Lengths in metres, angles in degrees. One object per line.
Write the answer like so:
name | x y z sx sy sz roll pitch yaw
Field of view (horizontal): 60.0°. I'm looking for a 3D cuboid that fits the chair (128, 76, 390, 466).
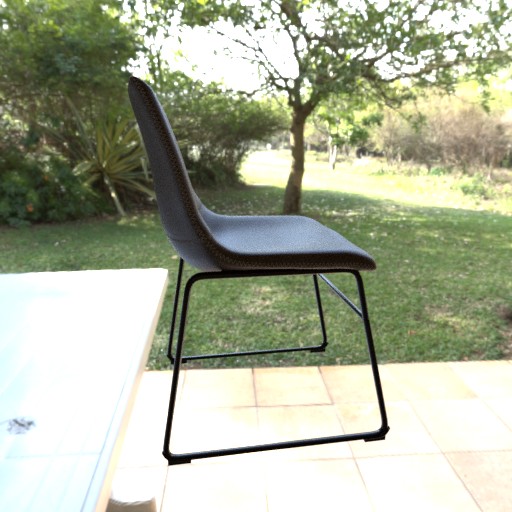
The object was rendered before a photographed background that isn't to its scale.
chair | 0.000 0.000 1.087 0.550 0.780 0.460 -3 16 -9
